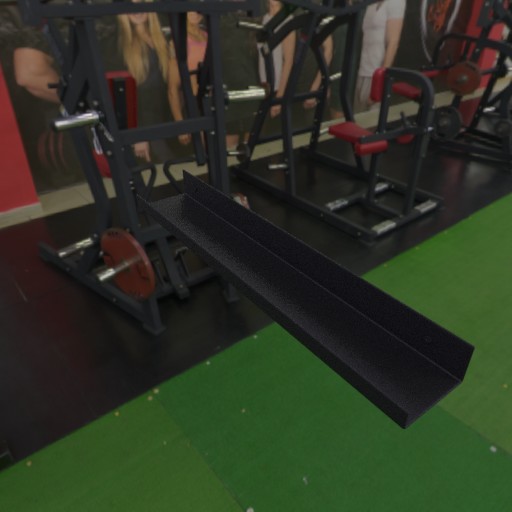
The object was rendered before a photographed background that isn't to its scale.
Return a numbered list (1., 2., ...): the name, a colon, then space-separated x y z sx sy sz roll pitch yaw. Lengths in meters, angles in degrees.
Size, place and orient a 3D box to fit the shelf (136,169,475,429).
1. shelf: 0.000 0.000 0.640 0.102 0.053 0.605 -22 38 -30
